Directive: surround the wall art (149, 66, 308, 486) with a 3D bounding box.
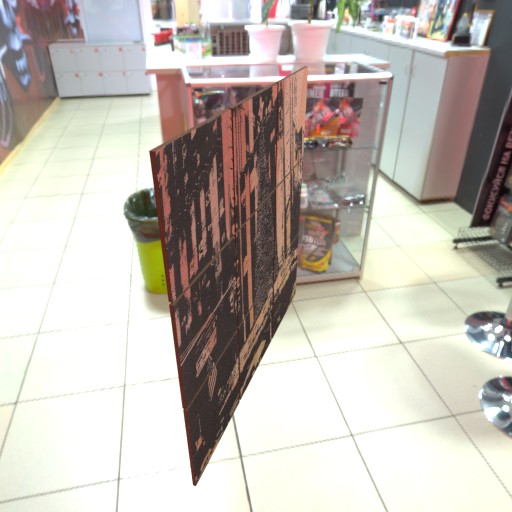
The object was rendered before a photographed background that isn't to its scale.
[{"bbox_3d":[0.000,0.000,2.172,0.017,1.521,1.527,11,33,18],"label":"wall art"}]
